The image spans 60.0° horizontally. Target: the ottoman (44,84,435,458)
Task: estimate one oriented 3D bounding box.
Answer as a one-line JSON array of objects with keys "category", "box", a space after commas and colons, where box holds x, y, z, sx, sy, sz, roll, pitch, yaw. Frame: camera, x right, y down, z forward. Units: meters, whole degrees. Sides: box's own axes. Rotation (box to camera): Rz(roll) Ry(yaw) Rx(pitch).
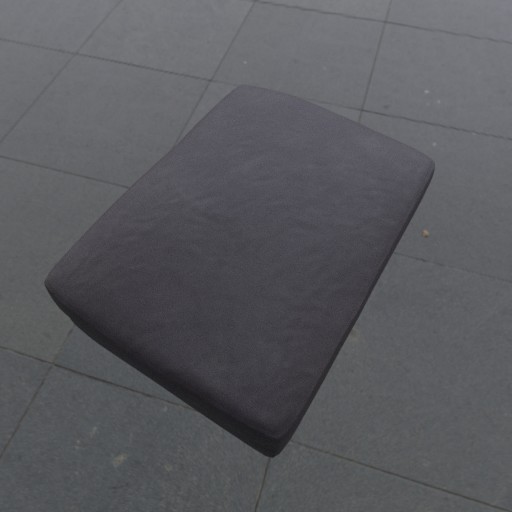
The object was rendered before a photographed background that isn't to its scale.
[{"category": "ottoman", "box": [0.000, 0.000, 1.249, 0.659, 0.529, 0.887, 28, 62, 17]}]
